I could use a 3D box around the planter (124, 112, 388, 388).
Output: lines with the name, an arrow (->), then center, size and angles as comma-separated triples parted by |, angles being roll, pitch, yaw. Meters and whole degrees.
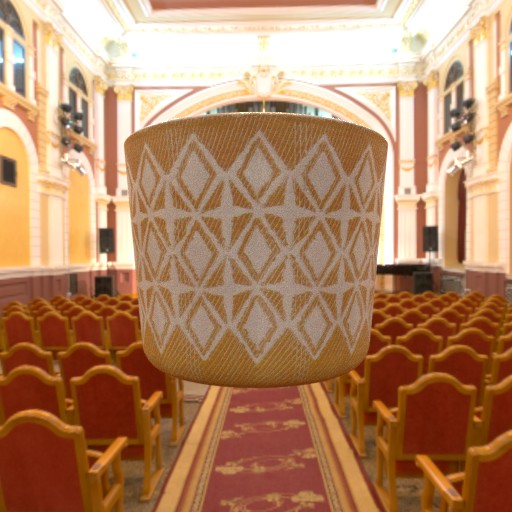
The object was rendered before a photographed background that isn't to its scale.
planter -> 0.000, 0.000, 0.222 | 0.126, 0.104, 0.126 | 0, 0, 0
